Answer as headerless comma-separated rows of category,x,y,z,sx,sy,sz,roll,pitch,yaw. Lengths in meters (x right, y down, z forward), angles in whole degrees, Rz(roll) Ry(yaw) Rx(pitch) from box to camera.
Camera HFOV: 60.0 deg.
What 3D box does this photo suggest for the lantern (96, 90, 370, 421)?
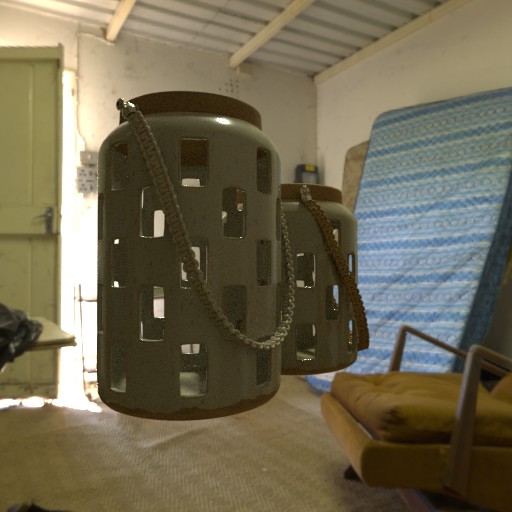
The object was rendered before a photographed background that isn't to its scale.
lantern,0.000,0.000,0.477,0.184,0.255,0.347,-1,-1,36
